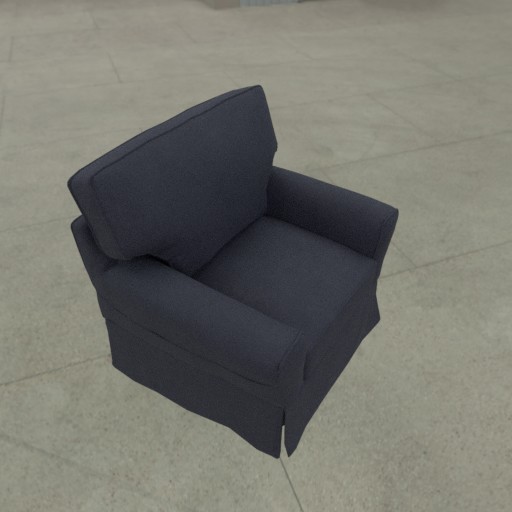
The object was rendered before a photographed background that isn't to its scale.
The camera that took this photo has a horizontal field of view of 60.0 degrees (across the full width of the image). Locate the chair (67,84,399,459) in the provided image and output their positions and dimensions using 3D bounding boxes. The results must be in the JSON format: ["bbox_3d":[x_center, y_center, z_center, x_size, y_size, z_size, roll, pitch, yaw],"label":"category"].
[{"bbox_3d":[0.000,0.000,1.966,1.002,1.140,1.119,24,46,25],"label":"chair"}]
